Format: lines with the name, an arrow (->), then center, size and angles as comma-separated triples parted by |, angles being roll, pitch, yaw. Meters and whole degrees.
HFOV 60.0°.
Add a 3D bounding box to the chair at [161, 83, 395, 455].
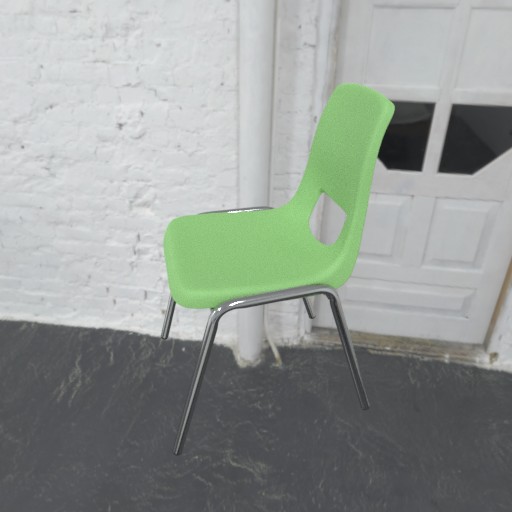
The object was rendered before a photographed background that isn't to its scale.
chair -> 0.000, 0.000, 0.924 | 0.436, 0.653, 0.381 | -7, 31, -12
